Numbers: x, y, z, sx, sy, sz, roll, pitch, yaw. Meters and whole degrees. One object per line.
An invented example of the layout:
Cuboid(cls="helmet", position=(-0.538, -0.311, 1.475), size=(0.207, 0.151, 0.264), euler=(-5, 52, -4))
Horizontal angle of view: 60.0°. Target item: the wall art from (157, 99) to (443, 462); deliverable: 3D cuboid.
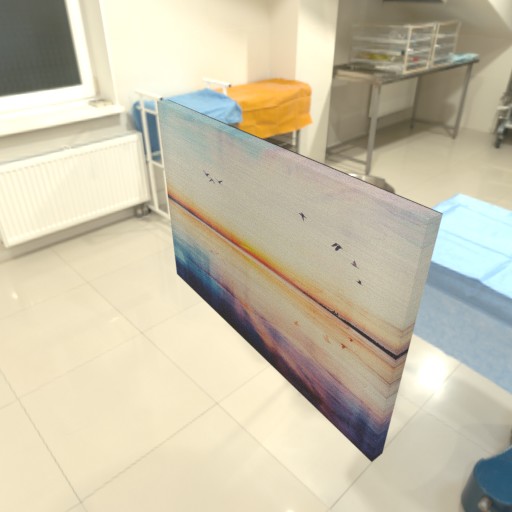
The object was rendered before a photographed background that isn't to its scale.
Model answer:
Cuboid(cls="wall art", position=(0.000, 0.000, 1.138), size=(0.037, 0.605, 0.911), euler=(-22, 38, -30))
